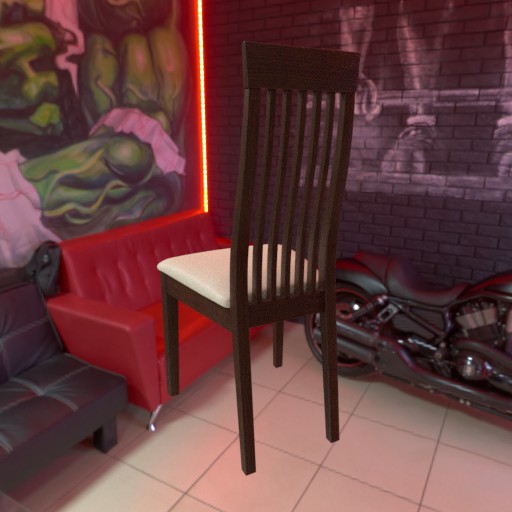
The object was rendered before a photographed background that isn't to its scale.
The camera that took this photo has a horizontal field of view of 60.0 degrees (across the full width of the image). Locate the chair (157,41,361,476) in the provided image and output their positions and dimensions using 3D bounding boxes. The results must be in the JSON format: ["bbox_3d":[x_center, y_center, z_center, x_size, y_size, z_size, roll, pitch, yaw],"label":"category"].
[{"bbox_3d":[0.000,0.000,1.268,0.460,1.027,0.474,-8,18,-26],"label":"chair"}]
